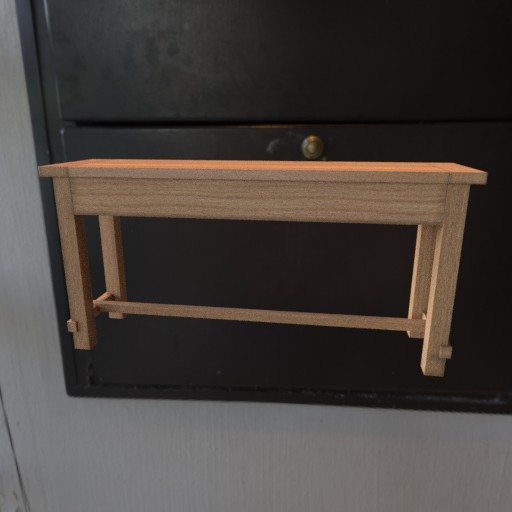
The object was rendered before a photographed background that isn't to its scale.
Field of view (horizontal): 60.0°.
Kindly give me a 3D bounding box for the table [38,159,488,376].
[{"bbox_3d":[0.000,0.000,1.872,1.599,0.762,0.442,2,16,8],"label":"table"}]
